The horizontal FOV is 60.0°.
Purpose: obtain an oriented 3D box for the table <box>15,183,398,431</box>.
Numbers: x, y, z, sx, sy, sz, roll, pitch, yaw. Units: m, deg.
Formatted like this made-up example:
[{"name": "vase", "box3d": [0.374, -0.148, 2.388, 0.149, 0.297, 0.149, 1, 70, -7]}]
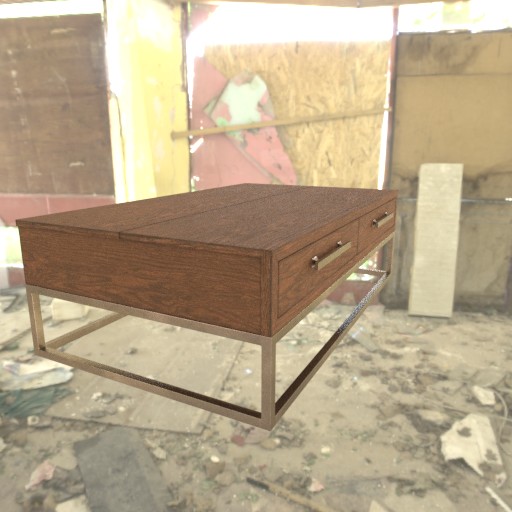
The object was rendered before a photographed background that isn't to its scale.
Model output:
[{"name": "table", "box3d": [0.000, 0.000, 1.468, 0.719, 0.361, 1.167, 7, 16, 27]}]
